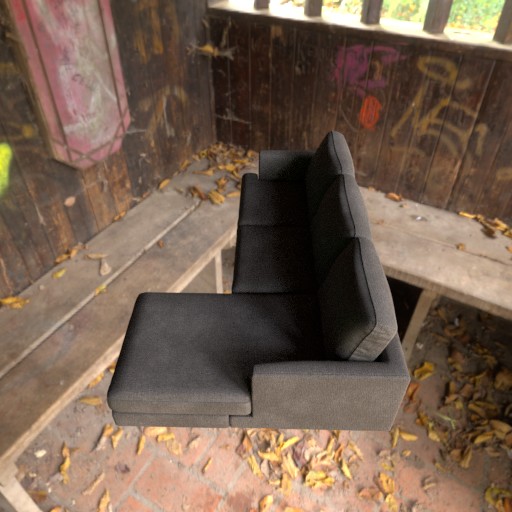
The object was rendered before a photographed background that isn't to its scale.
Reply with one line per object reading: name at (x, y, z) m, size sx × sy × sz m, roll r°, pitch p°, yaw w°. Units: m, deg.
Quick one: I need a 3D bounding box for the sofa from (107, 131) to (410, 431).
sofa at (0.000, 0.000, 3.058) m, size 1.504 × 0.956 × 2.233 m, roll 1°, pitch 41°, yaw 1°
